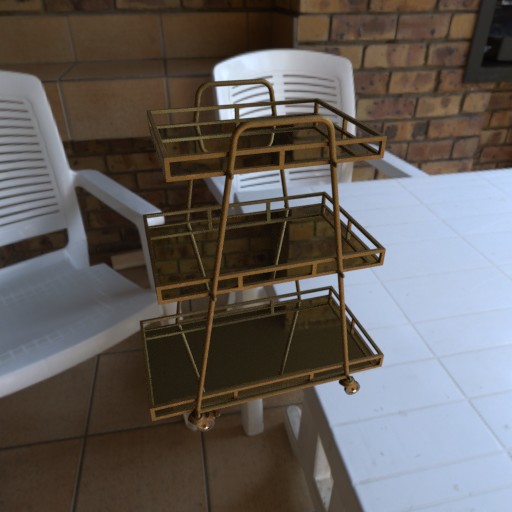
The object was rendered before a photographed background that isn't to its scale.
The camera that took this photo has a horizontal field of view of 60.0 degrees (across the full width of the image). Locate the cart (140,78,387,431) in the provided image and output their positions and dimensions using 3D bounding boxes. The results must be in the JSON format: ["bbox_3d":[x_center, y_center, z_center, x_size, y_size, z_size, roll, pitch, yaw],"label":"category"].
[{"bbox_3d":[0.000,0.000,1.271,0.711,0.883,0.441,-9,33,-14],"label":"cart"}]
